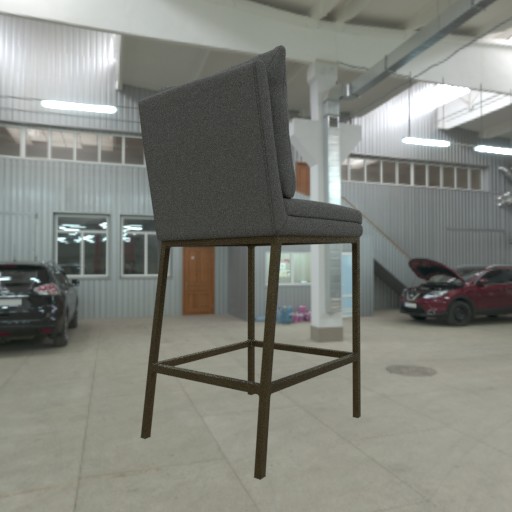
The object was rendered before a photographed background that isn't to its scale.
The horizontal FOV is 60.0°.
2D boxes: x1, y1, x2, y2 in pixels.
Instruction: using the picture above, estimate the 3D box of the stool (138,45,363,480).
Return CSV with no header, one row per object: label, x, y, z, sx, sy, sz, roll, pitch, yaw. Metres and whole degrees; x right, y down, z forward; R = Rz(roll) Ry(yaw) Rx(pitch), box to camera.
stool,0.000,0.000,1.354,0.463,1.030,0.569,-1,-2,36
